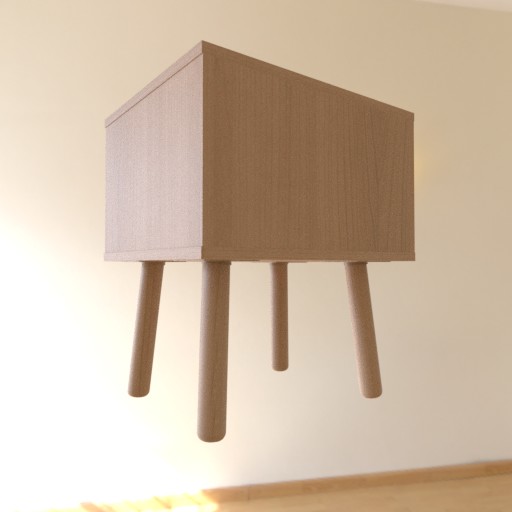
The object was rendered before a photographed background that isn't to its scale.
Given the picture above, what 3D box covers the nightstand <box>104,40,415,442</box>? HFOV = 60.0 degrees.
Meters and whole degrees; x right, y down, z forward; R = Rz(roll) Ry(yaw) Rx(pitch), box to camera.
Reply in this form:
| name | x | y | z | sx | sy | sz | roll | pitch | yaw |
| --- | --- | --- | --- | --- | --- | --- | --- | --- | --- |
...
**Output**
| name | x | y | z | sx | sy | sz | roll | pitch | yaw |
| --- | --- | --- | --- | --- | --- | --- | --- | --- | --- |
| nightstand | 0.000 | 0.000 | 0.837 | 0.450 | 0.530 | 0.380 | 1 | -1 | -36 |
